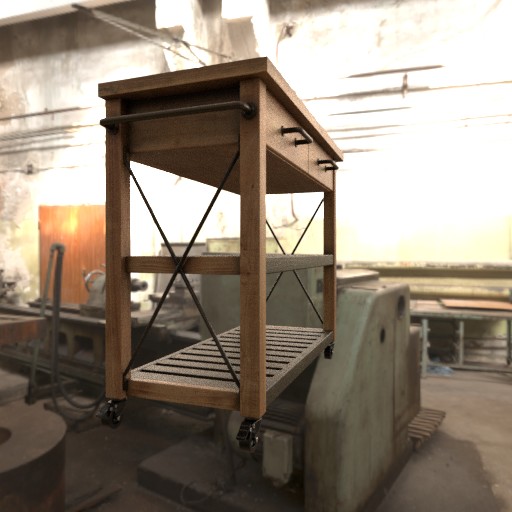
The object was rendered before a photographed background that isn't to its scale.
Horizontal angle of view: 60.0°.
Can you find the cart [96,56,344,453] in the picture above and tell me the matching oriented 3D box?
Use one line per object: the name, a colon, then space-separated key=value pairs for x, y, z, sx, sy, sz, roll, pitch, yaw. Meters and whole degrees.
cart: x=0.000 y=0.000 z=0.958 sx=0.298 sy=0.554 sz=0.686 roll=0 pitch=1 yaw=20
